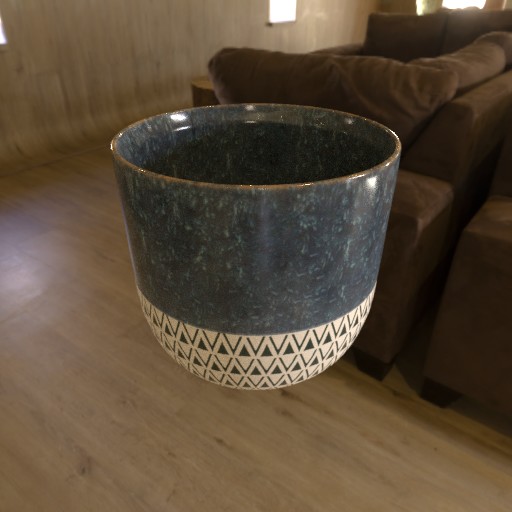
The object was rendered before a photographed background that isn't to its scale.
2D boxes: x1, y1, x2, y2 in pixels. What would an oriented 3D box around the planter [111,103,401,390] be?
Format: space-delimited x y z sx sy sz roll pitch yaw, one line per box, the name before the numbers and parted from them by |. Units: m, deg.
planter | 0.000 0.000 0.489 0.266 0.270 0.266 0 31 0
